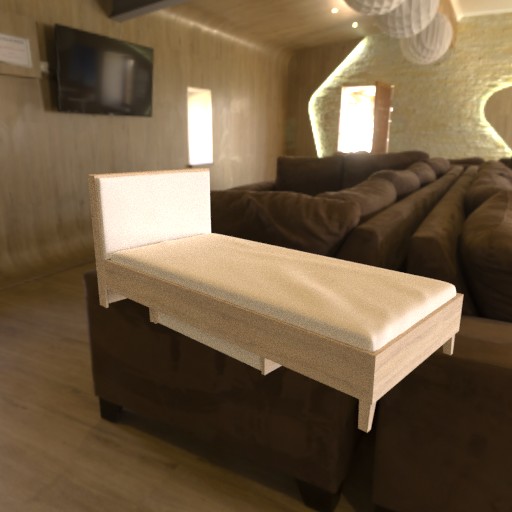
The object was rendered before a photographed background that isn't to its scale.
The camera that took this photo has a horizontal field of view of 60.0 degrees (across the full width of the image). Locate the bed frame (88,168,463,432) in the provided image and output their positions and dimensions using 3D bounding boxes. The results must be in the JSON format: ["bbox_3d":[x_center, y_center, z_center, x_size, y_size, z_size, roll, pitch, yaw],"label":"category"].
[{"bbox_3d":[0.000,0.000,2.709,2.140,0.920,0.990,13,20,41],"label":"bed frame"}]
